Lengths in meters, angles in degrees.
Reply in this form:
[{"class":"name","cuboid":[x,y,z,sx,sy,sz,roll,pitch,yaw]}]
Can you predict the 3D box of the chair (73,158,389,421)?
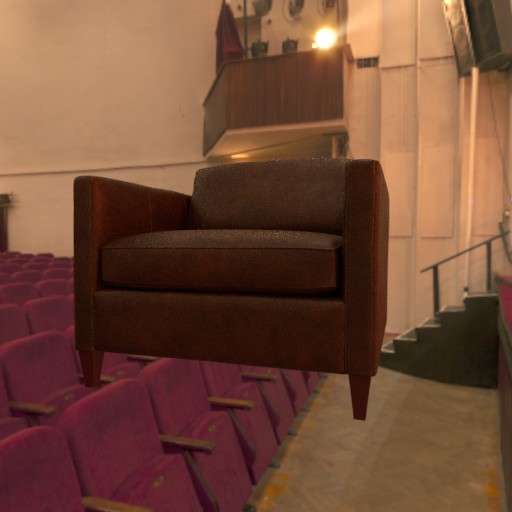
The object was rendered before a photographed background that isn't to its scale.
[{"class":"chair","cuboid":[0.000,0.000,1.756,0.990,0.864,0.975,0,2,18]}]
